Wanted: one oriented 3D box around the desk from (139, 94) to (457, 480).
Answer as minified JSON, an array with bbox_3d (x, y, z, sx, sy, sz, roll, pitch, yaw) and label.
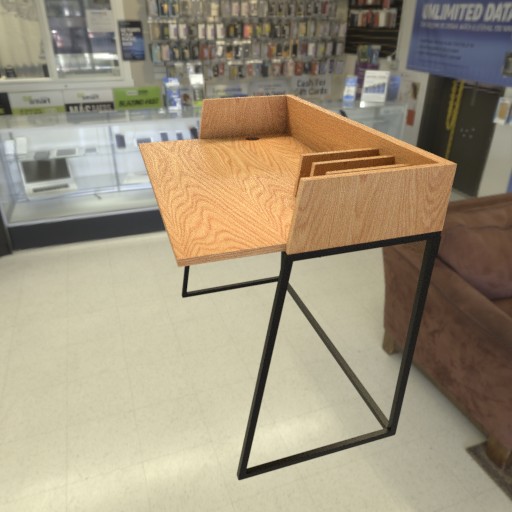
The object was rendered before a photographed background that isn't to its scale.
[{"bbox_3d":[0.000,0.000,1.836,0.769,1.061,1.191,-9,30,-15],"label":"desk"}]
